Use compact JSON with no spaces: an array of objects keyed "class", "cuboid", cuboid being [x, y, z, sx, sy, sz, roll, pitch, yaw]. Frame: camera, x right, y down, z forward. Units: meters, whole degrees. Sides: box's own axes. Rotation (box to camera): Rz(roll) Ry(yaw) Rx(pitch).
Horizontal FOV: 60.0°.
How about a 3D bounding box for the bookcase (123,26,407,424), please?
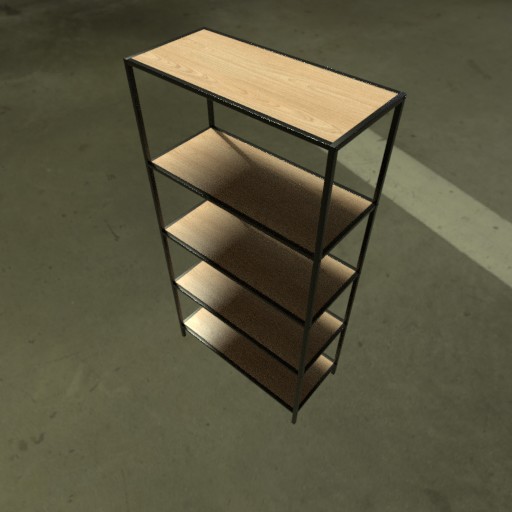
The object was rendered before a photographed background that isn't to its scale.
[{"class":"bookcase","cuboid":[0.000,0.000,1.811,0.770,1.500,0.350,31,54,27]}]
